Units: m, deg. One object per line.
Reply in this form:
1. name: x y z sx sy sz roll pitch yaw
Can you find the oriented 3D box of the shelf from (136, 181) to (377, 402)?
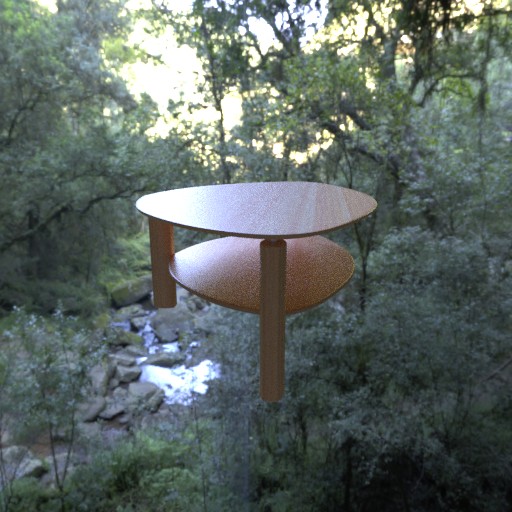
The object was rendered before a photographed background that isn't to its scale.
1. shelf: 0.000 0.000 1.666 0.845 0.440 1.246 2 15 8
